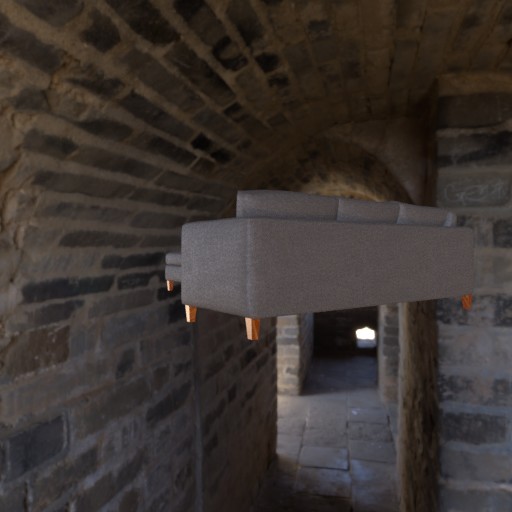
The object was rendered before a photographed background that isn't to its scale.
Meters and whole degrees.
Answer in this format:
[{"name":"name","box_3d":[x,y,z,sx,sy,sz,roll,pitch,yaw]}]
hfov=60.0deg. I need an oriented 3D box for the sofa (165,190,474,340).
[{"name":"sofa","box_3d":[0.000,0.000,4.775,2.594,0.961,3.460,-1,1,-35]}]
